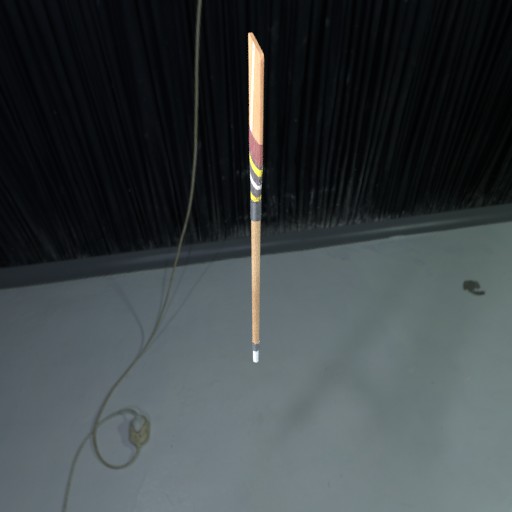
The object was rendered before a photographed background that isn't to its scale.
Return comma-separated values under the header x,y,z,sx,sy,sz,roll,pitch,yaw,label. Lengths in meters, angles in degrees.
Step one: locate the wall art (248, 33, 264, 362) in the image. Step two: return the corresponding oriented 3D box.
x,y,z,sx,sy,sz,roll,pitch,yaw,label
0.000,0.000,1.672,0.038,1.556,0.146,-9,48,-8,wall art
